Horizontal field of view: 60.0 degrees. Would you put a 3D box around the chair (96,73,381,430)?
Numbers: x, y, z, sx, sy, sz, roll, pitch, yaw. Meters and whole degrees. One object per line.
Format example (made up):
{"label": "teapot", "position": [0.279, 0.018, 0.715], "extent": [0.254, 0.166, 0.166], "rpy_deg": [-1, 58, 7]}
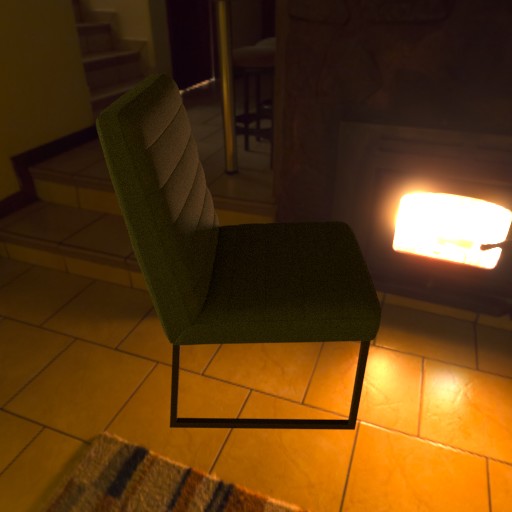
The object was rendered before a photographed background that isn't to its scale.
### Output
{"label": "chair", "position": [0.000, 0.000, 1.287], "extent": [0.634, 0.930, 0.520], "rpy_deg": [0, 31, 1]}
